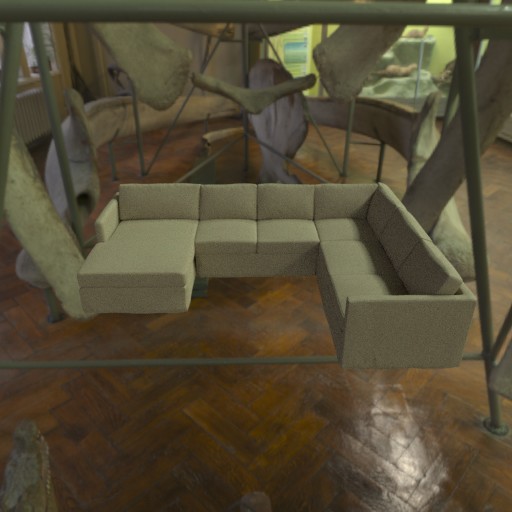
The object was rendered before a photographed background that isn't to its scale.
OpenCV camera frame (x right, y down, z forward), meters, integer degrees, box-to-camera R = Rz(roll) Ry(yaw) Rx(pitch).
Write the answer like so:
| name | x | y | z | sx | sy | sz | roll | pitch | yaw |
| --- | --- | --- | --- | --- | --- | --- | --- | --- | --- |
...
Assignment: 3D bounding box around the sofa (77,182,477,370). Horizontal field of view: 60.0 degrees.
| name | x | y | z | sx | sy | sz | roll | pitch | yaw |
| --- | --- | --- | --- | --- | --- | --- | --- | --- | --- |
| sofa | 0.000 | 0.000 | 4.631 | 3.528 | 0.878 | 2.476 | 0 | 29 | -1 |
